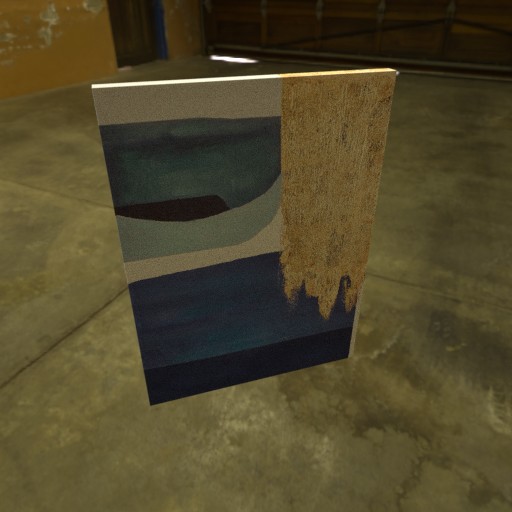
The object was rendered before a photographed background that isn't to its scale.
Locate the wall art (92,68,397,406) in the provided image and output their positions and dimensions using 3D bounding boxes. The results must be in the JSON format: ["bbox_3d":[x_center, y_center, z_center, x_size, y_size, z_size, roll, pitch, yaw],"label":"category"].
[{"bbox_3d":[0.000,0.000,0.808,0.458,0.613,0.026,-10,33,-15],"label":"wall art"}]
